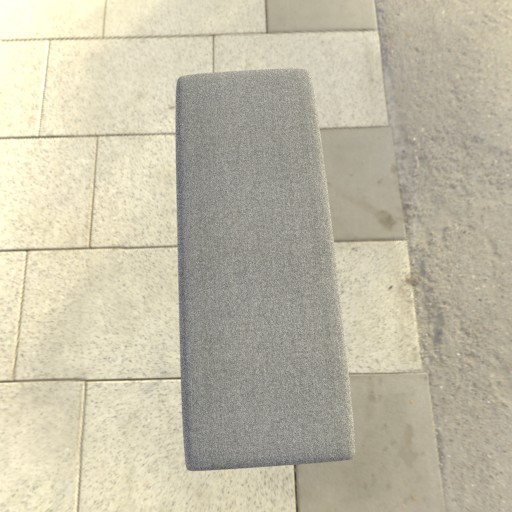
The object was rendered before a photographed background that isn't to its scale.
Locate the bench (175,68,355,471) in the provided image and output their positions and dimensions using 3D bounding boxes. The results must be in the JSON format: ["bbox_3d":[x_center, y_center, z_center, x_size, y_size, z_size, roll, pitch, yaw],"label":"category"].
[{"bbox_3d":[0.000,0.000,1.888,0.631,0.384,1.598,-4,75,-1],"label":"bench"}]
